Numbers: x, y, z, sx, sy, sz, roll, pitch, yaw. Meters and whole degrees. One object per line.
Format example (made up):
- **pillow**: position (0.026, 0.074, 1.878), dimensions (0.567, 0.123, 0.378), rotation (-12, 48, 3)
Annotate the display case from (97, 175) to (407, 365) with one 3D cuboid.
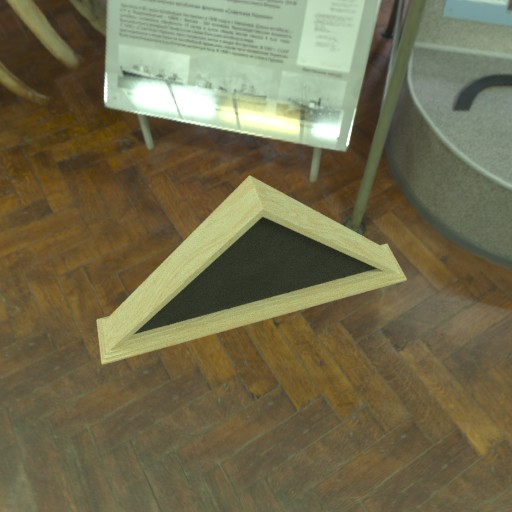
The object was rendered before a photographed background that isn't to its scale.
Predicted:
- **display case**: position (0.000, 0.000, 0.776), dimensions (0.640, 0.340, 0.095), rotation (-14, 58, -9)
